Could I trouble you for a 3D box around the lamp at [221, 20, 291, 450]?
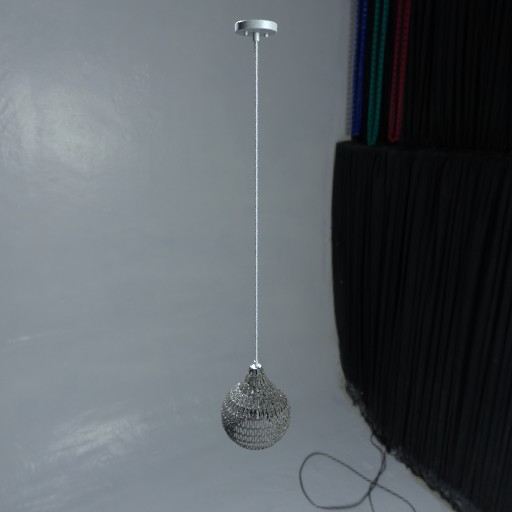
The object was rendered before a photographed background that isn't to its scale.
[{"bbox_3d":[0.000,0.000,2.032,0.355,1.919,0.355,-8,18,-26],"label":"lamp"}]
